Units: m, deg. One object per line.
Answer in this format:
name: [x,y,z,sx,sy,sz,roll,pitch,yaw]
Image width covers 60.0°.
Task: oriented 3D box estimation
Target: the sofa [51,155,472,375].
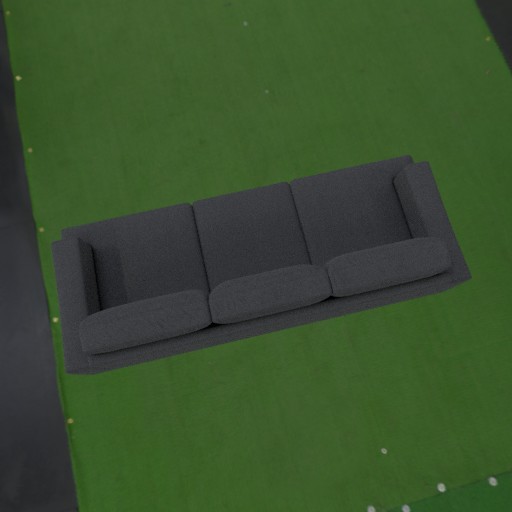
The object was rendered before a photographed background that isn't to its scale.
sofa: [0.000,0.000,2.705,2.310,0.810,0.920,-13,75,-4]
